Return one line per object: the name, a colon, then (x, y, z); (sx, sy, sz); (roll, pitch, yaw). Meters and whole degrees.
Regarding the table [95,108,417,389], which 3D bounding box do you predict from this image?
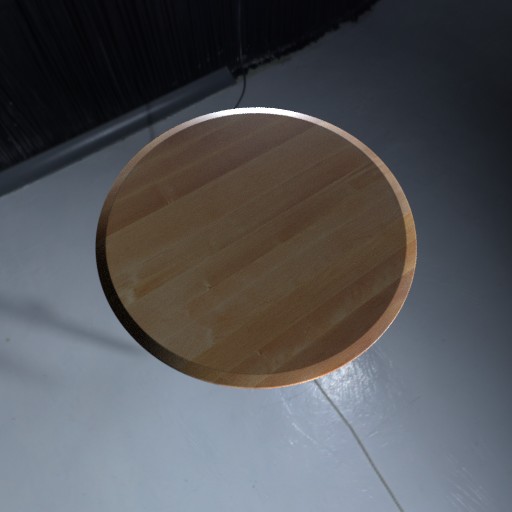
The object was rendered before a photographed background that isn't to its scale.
table: (0.000, 0.000, 1.430); (0.900, 0.400, 0.900); (0, 63, 0)
